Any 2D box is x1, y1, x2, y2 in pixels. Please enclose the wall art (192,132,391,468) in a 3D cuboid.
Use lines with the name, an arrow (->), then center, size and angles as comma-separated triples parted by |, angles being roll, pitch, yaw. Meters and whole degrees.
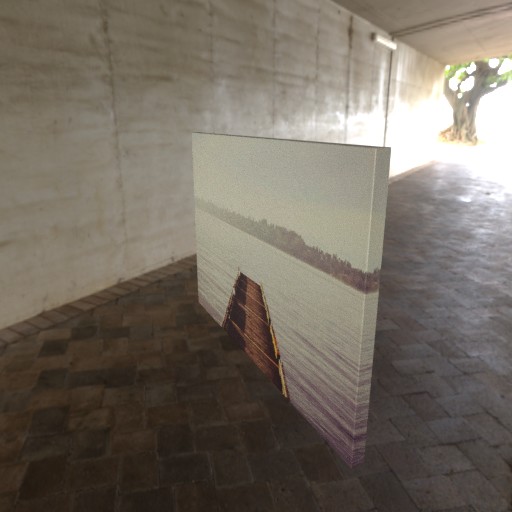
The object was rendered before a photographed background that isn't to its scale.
wall art -> 0.000, 0.000, 0.789 | 0.021, 0.410, 0.615 | -8, 19, -25
